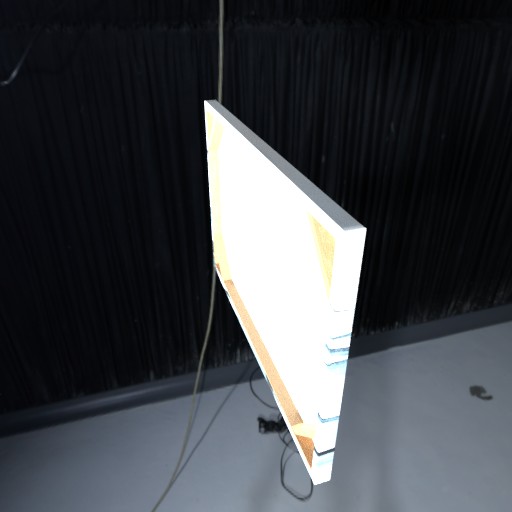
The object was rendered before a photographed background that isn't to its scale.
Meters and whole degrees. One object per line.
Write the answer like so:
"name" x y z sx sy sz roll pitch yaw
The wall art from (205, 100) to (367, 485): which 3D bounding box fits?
"wall art" 0.000 0.000 1.162 0.039 0.609 0.914 -10 32 -15
